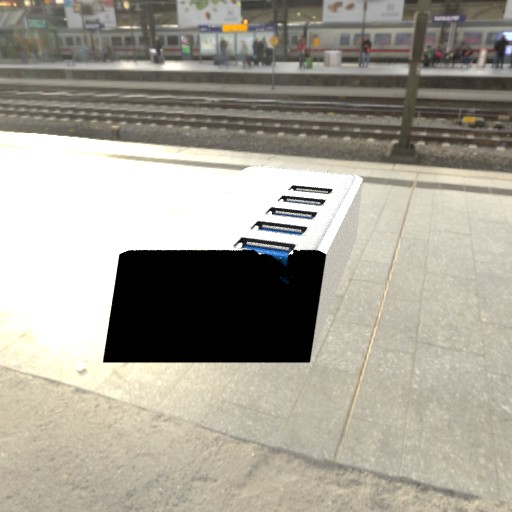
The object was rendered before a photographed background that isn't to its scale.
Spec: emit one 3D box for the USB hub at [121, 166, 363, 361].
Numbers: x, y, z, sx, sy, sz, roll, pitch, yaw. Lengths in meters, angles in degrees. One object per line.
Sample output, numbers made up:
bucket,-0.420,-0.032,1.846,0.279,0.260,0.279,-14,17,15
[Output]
USB hub,0.000,0.000,0.124,0.044,0.023,0.110,9,27,17
